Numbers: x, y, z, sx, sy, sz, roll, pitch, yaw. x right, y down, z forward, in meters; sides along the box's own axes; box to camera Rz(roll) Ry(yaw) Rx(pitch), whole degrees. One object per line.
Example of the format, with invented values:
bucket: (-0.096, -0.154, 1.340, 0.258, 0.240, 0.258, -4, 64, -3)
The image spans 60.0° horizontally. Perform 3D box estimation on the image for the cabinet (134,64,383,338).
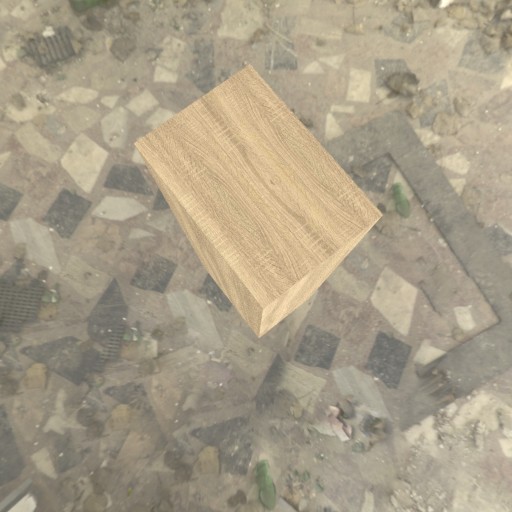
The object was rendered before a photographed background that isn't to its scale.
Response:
cabinet: (0.000, 0.000, 2.085, 0.400, 1.850, 0.570, -37, 80, -8)
